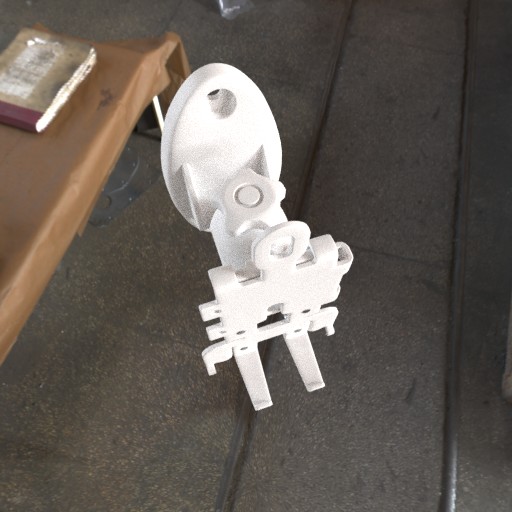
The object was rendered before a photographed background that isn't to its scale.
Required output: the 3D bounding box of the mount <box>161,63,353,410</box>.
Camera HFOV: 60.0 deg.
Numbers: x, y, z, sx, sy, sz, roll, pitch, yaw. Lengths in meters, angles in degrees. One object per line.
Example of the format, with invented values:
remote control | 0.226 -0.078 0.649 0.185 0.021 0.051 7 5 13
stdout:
mount | 0.000 0.000 0.180 0.066 0.118 0.100 -17 64 -8
